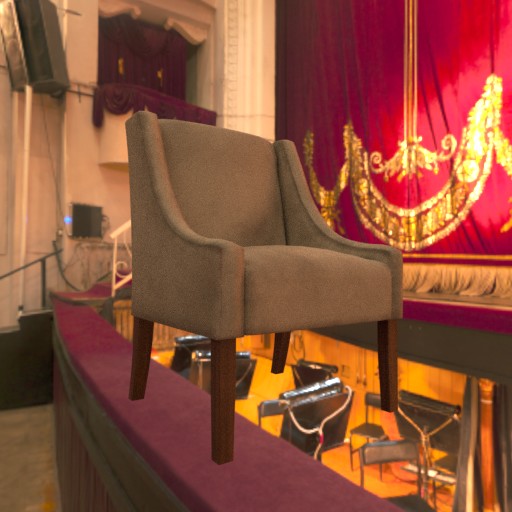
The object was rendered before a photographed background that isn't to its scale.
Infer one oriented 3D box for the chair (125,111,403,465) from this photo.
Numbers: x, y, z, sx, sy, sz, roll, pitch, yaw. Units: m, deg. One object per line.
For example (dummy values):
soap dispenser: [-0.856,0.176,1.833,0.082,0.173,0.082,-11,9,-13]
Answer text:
chair: [0.000,0.000,1.348,0.629,0.895,0.629,1,-1,-35]
